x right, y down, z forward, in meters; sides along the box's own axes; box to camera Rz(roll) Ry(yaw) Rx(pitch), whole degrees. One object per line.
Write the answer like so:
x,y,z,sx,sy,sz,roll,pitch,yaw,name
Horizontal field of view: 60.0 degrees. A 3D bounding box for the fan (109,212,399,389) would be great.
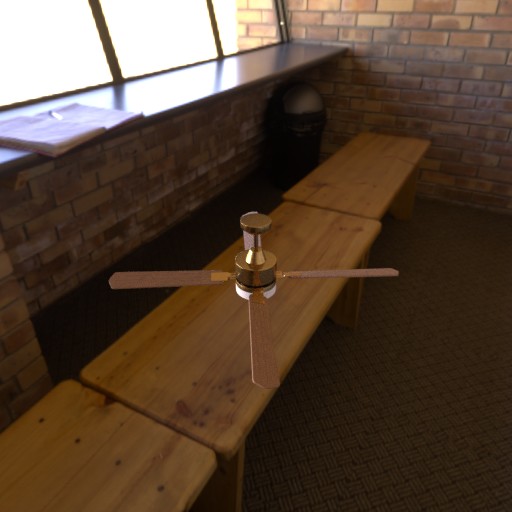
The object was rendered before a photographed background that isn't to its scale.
0.000,0.000,1.966,1.320,0.355,1.320,-2,32,-3,fan
